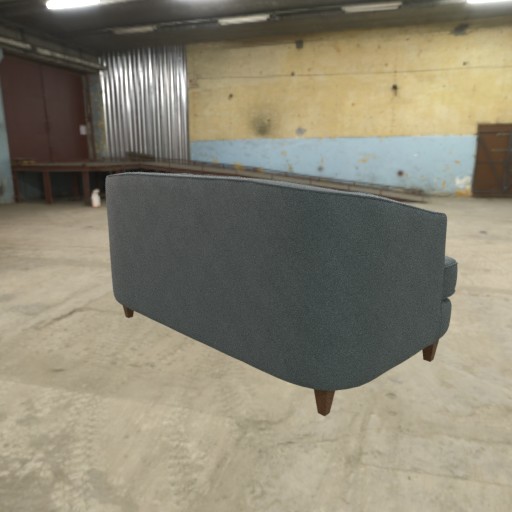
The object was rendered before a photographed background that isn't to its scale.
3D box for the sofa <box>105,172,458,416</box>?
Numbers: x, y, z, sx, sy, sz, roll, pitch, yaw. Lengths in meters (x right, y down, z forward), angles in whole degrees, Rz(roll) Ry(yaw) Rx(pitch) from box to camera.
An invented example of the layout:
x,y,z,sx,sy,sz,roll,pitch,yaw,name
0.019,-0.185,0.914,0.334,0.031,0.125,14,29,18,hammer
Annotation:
x,y,z,sx,sy,sz,roll,pitch,yaw,name
0.000,0.000,2.284,0.941,0.855,1.733,-13,18,-44,sofa
